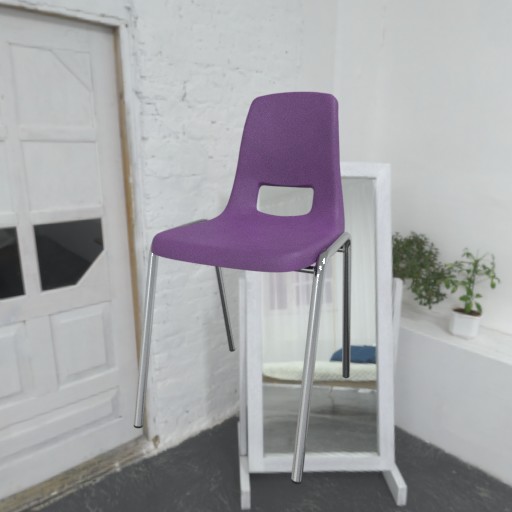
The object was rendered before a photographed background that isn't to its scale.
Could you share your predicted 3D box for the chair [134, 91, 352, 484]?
[{"bbox_3d":[0.000,0.000,0.962,0.381,0.704,0.432,7,17,25],"label":"chair"}]
